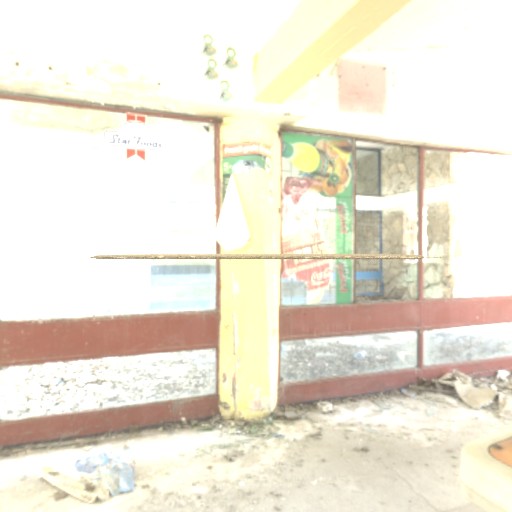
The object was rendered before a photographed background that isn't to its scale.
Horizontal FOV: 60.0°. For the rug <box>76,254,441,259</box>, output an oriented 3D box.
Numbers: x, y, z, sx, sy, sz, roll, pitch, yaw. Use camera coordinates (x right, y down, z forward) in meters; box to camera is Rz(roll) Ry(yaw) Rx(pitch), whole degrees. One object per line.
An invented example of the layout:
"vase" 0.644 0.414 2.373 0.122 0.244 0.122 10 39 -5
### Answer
"rug" 0.000 0.000 3.293 1.664 0.029 2.615 0 0 -1
